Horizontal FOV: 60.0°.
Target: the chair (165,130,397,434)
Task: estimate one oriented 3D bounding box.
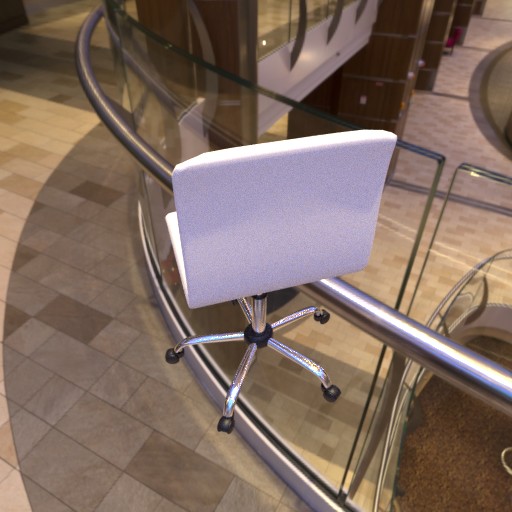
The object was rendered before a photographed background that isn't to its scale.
[{"bbox_3d":[0.000,0.000,1.064,0.520,0.750,0.455,-11,42,-13],"label":"chair"}]
